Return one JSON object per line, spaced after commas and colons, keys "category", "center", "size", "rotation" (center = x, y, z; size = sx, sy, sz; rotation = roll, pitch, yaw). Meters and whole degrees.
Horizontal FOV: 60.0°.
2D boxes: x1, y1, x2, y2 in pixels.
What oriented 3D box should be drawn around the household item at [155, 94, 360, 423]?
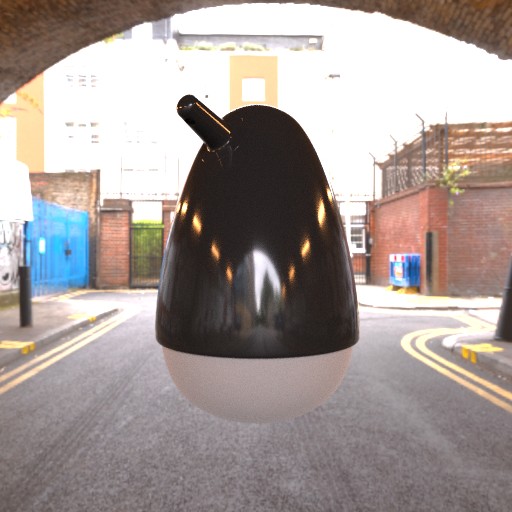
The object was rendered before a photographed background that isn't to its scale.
{"category": "household item", "center": [0.000, 0.000, 0.225], "size": [0.102, 0.152, 0.104], "rotation": [0, 0, 37]}
